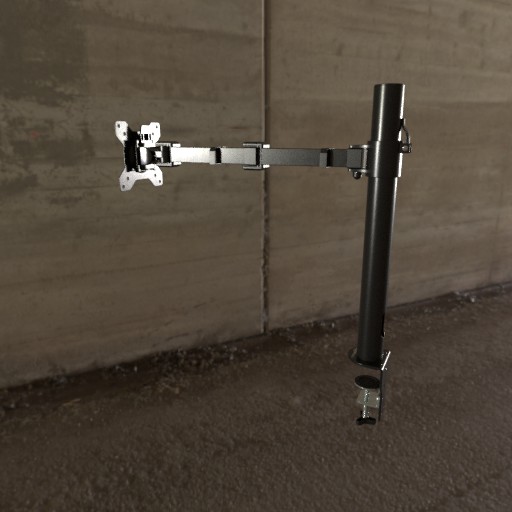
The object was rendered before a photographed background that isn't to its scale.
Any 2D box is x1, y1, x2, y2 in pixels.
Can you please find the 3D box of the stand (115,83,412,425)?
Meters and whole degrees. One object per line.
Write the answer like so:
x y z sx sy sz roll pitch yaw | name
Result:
0.000 0.000 0.729 0.456 0.510 0.115 7 17 25 | stand
